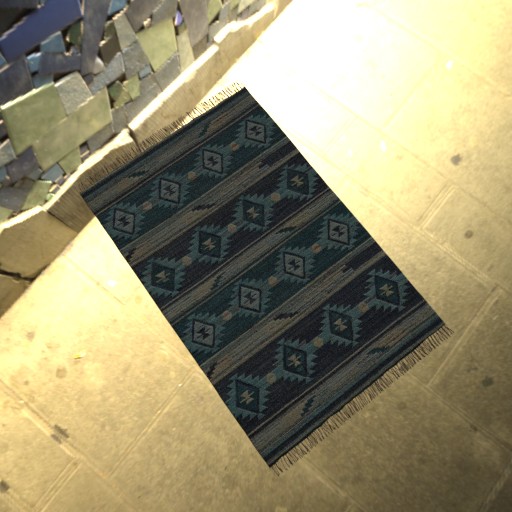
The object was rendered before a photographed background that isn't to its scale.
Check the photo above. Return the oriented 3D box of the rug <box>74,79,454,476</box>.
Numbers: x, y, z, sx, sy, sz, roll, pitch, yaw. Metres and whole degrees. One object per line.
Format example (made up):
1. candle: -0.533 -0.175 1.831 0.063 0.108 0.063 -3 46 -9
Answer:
1. rug: 0.000 0.000 2.440 1.181 0.028 1.936 -36 78 -8
